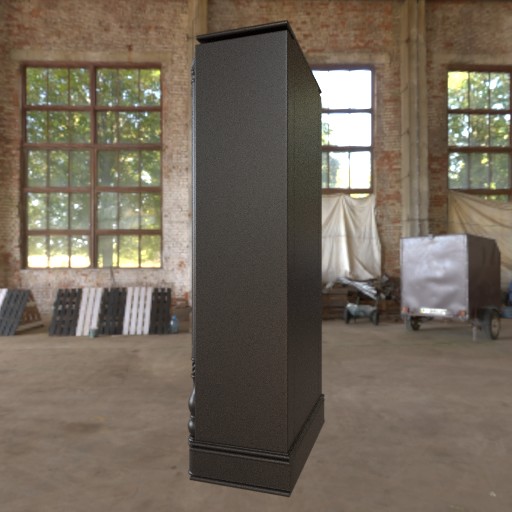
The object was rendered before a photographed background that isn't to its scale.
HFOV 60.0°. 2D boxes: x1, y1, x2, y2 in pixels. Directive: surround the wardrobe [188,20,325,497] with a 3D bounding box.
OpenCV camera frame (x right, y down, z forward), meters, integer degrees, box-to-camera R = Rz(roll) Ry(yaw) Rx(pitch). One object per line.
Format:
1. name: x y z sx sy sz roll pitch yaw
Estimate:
1. wardrobe: 0.000 0.000 1.184 0.295 1.011 0.444 0 0 18
